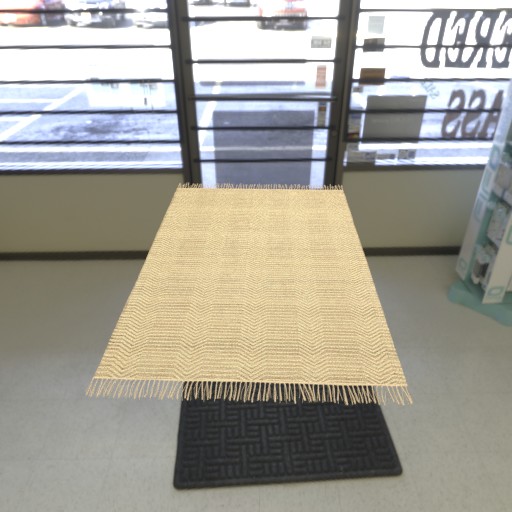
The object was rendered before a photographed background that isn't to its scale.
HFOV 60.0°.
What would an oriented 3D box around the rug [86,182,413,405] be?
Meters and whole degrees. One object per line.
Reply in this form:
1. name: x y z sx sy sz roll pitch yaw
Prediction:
1. rug: 0.000 0.000 3.106 1.528 0.034 2.523 1 32 2
